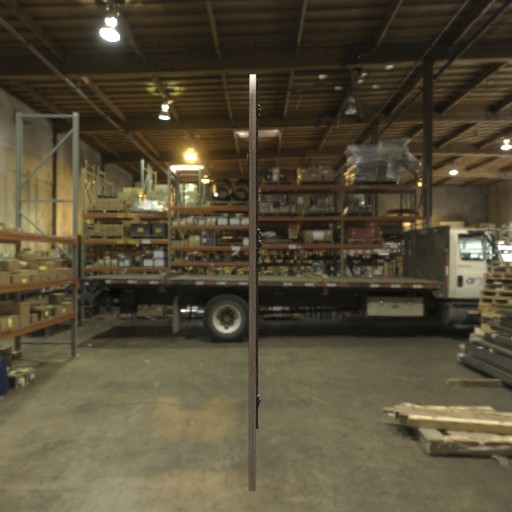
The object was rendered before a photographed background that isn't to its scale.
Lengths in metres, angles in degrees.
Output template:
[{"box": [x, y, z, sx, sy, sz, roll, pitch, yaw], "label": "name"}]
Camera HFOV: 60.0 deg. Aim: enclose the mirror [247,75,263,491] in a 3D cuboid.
[{"box": [0.000, 0.000, 1.169, 0.032, 0.915, 0.609, 0, 0, 0], "label": "mirror"}]
